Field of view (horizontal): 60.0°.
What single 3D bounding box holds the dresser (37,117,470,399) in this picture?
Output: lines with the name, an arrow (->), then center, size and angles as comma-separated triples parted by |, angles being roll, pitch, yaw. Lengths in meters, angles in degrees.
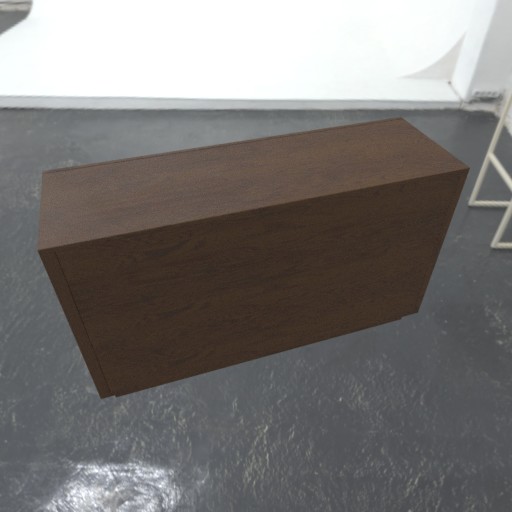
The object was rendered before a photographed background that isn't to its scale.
dresser -> 0.000, 0.000, 1.958 | 1.523, 0.889, 0.512 | -12, 43, -14
